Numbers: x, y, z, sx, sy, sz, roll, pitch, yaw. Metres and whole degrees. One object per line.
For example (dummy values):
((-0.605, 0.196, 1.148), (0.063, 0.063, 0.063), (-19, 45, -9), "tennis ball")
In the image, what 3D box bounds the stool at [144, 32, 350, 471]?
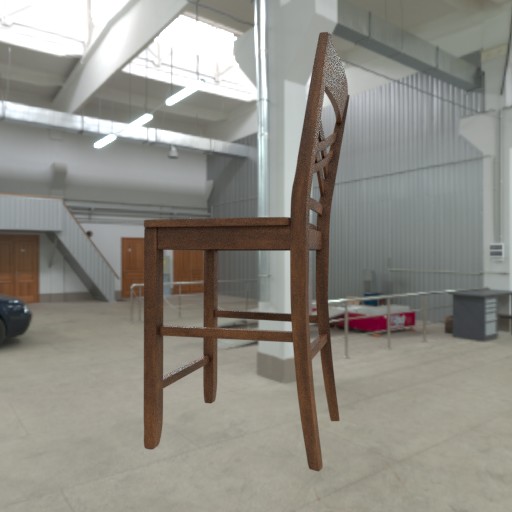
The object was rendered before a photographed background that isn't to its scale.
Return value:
((0.000, 0.000, 1.355), (0.539, 1.079, 0.462), (0, 0, 18), "stool")
